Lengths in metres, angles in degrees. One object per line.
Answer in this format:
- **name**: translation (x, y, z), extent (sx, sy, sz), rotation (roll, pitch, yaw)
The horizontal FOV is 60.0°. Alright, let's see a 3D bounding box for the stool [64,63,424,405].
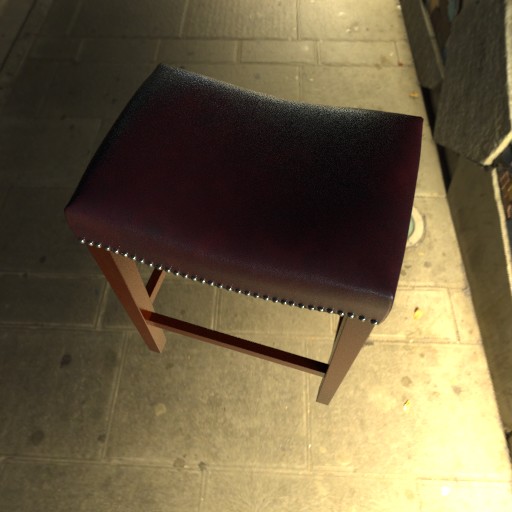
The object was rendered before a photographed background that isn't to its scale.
- **stool**: translation (0.000, 0.000, 0.963), extent (0.504, 0.657, 0.372), rotation (15, 61, 9)
